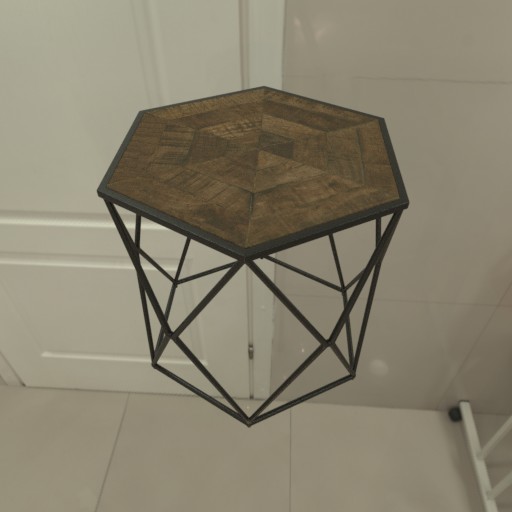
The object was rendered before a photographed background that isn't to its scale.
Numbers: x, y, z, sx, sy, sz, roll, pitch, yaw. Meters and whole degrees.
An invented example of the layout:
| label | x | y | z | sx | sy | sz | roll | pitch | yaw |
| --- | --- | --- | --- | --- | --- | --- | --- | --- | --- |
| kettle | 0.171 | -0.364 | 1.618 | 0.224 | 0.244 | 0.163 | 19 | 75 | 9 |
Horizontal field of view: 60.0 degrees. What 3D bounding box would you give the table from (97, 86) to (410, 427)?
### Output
| label | x | y | z | sx | sy | sz | roll | pitch | yaw |
| --- | --- | --- | --- | --- | --- | --- | --- | --- | --- |
| table | 0.000 | 0.000 | 1.037 | 0.579 | 0.564 | 0.578 | 3 | 44 | 3 |
